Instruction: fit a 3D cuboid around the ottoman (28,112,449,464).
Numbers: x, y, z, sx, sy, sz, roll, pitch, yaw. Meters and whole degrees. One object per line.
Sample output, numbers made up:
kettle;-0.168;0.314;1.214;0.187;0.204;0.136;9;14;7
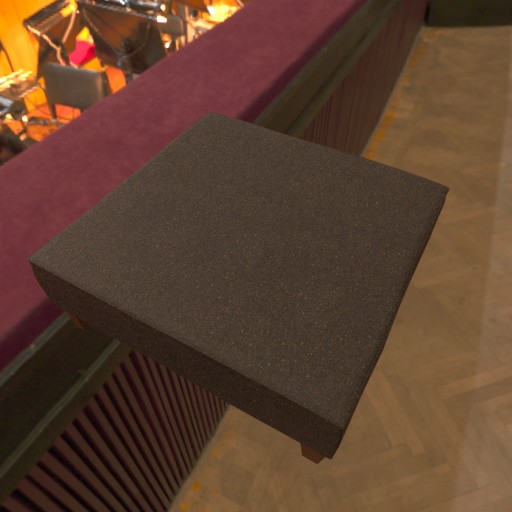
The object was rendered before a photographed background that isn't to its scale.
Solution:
ottoman;0.000;0.000;1.527;1.004;0.382;0.968;23;51;20
